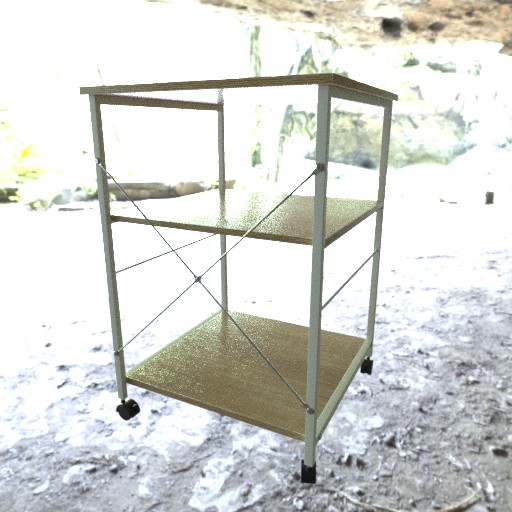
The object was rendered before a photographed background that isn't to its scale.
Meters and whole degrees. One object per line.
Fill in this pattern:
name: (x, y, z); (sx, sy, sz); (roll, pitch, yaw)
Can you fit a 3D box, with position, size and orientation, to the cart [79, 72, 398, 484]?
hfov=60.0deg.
cart: (0.000, 0.000, 1.090); (0.521, 0.762, 0.520); (8, 18, 26)
